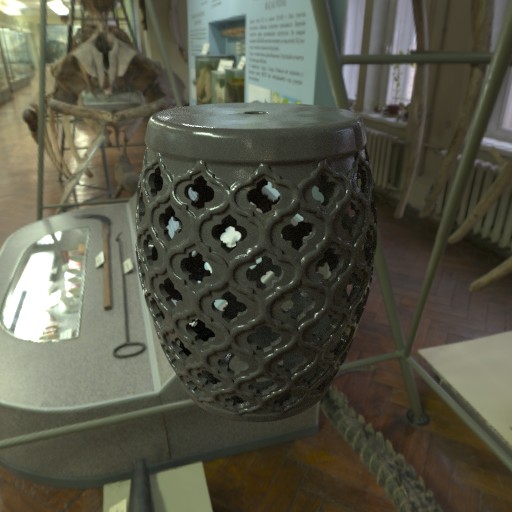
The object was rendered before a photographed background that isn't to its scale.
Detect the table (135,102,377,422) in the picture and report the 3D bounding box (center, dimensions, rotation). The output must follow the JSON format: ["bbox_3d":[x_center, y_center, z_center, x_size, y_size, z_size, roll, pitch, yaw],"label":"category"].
[{"bbox_3d":[0.000,0.000,0.627,0.325,0.388,0.325,0,25,0],"label":"table"}]
